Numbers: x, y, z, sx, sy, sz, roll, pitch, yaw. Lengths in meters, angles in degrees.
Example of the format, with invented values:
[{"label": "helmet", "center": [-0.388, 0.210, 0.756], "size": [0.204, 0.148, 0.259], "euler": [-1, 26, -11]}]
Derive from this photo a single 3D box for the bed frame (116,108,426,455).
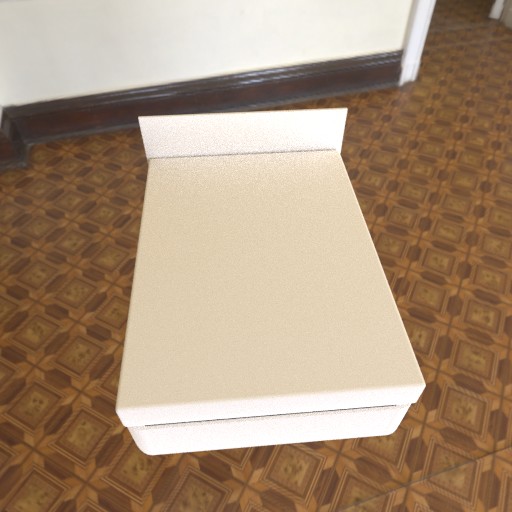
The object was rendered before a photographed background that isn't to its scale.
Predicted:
[{"label": "bed frame", "center": [0.000, 0.000, 2.617], "size": [1.400, 0.800, 1.900], "euler": [-4, 47, -3]}]
